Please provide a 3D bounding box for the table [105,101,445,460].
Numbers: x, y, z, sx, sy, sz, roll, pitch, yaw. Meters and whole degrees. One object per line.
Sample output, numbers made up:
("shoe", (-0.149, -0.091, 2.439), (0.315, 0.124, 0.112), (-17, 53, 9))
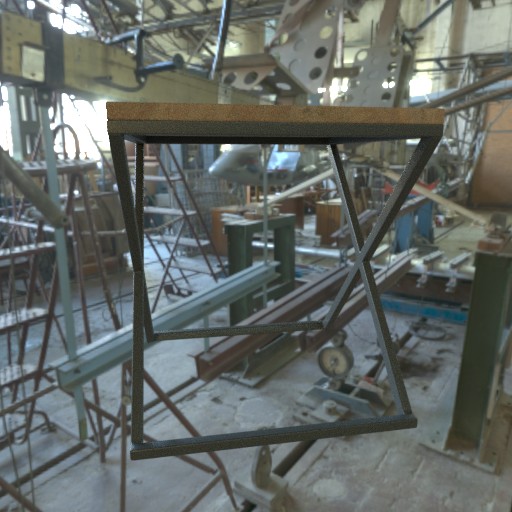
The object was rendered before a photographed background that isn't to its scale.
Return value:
("table", (0.000, 0.000, 0.928), (0.499, 0.550, 0.498), (-2, 13, -10))
